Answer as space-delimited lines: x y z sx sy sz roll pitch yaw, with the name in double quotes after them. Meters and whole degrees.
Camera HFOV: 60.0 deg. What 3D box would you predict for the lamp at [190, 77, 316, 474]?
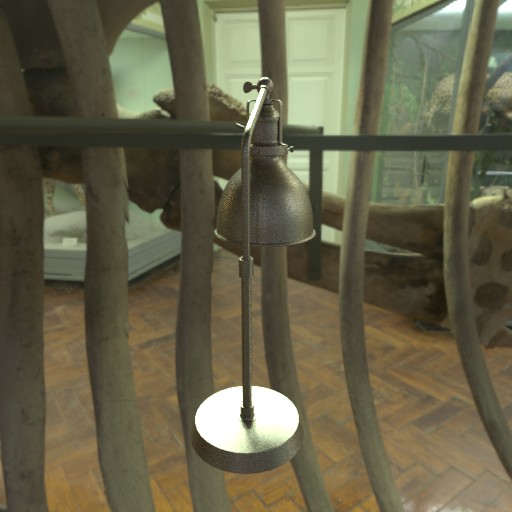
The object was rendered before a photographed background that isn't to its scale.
0.000 0.000 0.595 0.153 0.456 0.286 3 18 10 "lamp"
